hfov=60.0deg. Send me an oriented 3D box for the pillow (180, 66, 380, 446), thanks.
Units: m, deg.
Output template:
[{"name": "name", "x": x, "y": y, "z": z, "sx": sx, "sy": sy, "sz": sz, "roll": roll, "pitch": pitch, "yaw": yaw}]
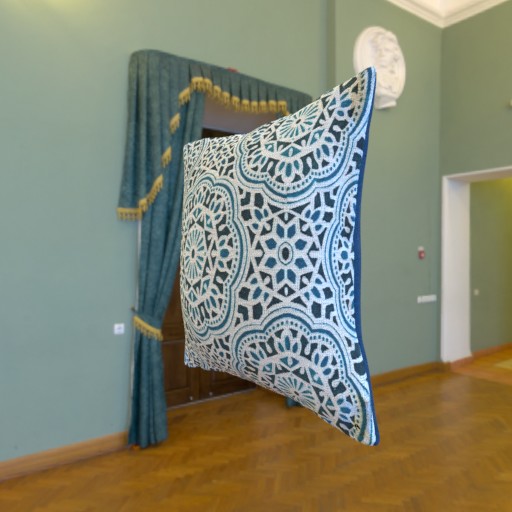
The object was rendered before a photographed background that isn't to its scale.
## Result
[{"name": "pillow", "x": 0.000, "y": 0.000, "z": 0.659, "sx": 0.145, "sy": 0.420, "sz": 0.440, "roll": -1, "pitch": 1, "yaw": -37}]
